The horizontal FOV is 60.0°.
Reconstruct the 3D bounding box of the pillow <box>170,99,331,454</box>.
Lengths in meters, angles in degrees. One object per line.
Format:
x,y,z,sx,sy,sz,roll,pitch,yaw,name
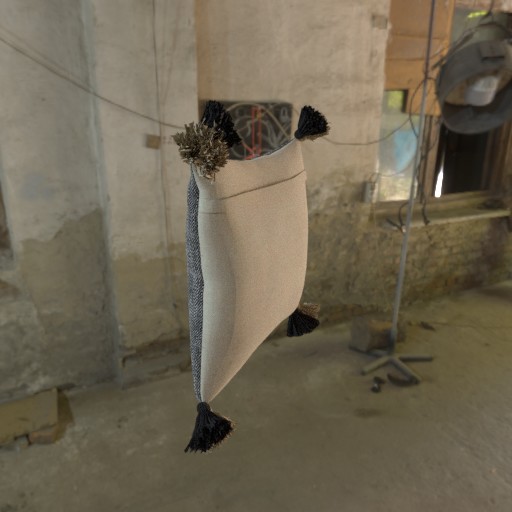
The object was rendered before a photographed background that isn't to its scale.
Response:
0.000,0.000,0.995,0.170,0.659,0.654,9,21,25,pillow
